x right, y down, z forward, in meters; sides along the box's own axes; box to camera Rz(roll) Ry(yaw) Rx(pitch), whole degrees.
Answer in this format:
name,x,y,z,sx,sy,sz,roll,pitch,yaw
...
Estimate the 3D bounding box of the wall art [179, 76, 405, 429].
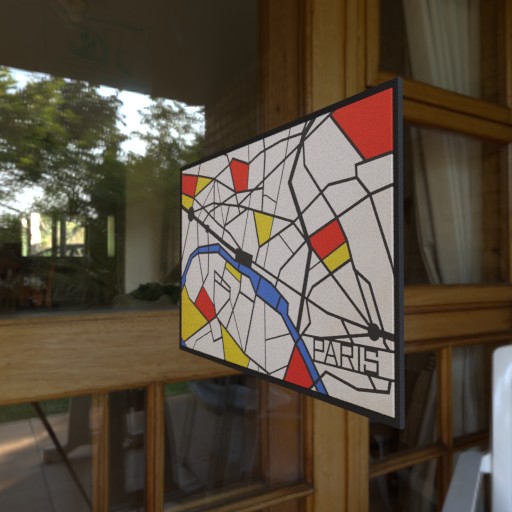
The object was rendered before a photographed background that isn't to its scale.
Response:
name,x,y,z,sx,sy,sz,roll,pitch,yaw
wall art,0.000,0.000,1.233,0.013,0.665,0.963,1,-1,-35
